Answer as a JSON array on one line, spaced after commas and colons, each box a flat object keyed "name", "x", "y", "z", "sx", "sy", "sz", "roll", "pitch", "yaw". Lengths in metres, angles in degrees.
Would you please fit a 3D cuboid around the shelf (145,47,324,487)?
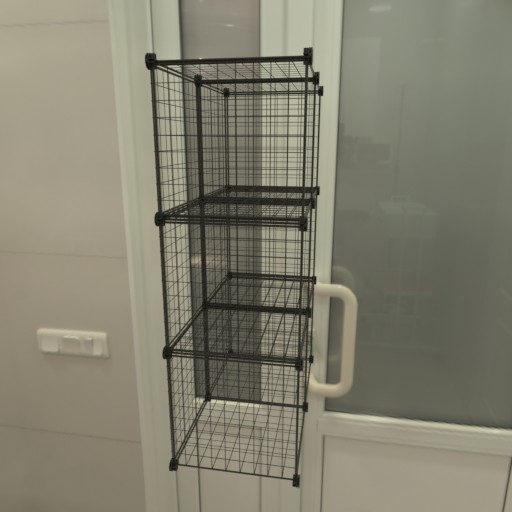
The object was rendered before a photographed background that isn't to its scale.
[{"name": "shelf", "x": 0.000, "y": 0.000, "z": 1.386, "sx": 0.356, "sy": 1.067, "sz": 0.711, "roll": 3, "pitch": 15, "yaw": 10}]
